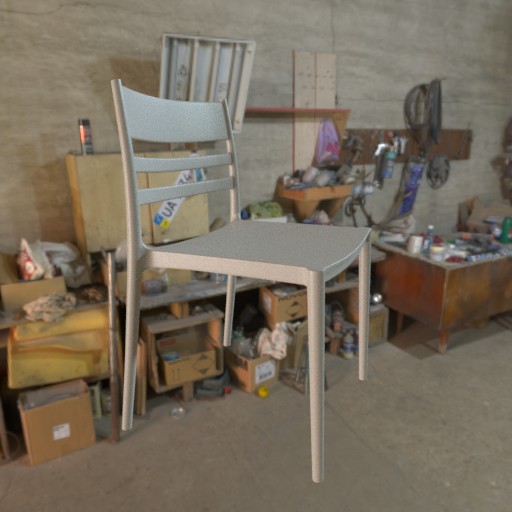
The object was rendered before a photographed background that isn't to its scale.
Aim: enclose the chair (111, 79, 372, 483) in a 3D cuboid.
[{"bbox_3d":[0.000,0.000,1.112,0.511,0.800,0.531,6,15,24],"label":"chair"}]
